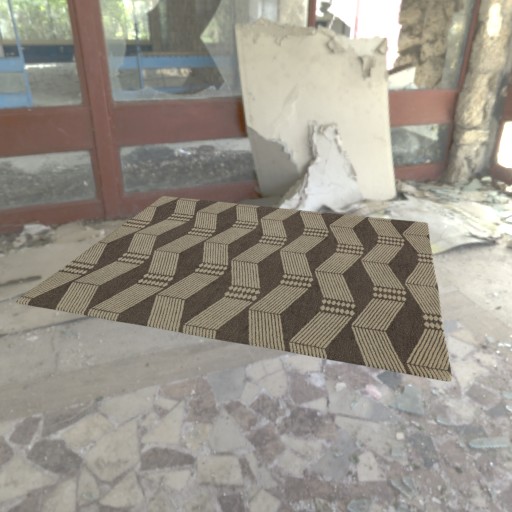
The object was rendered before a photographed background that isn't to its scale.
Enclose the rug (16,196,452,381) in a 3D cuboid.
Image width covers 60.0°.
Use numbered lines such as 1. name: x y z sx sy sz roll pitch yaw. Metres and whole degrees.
1. rug: 0.000 0.000 3.962 3.048 0.016 2.438 7 28 14
